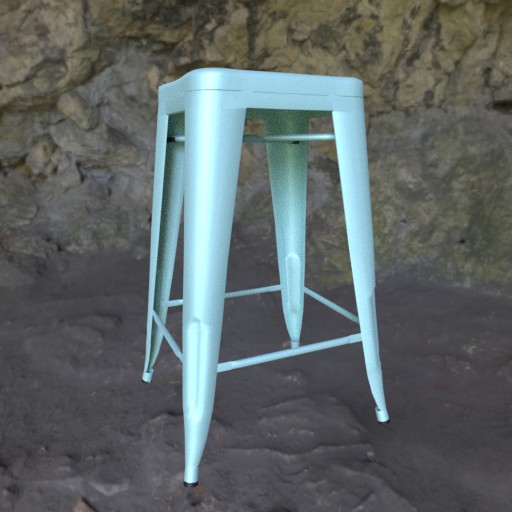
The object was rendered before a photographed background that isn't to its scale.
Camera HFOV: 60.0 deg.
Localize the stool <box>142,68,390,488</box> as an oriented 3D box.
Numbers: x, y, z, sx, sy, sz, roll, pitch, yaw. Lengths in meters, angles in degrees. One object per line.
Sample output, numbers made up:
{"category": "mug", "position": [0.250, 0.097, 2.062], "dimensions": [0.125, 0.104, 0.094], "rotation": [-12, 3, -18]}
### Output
{"category": "stool", "position": [0.000, 0.000, 0.830], "dimensions": [0.399, 0.609, 0.359], "rotation": [-7, 16, -24]}
